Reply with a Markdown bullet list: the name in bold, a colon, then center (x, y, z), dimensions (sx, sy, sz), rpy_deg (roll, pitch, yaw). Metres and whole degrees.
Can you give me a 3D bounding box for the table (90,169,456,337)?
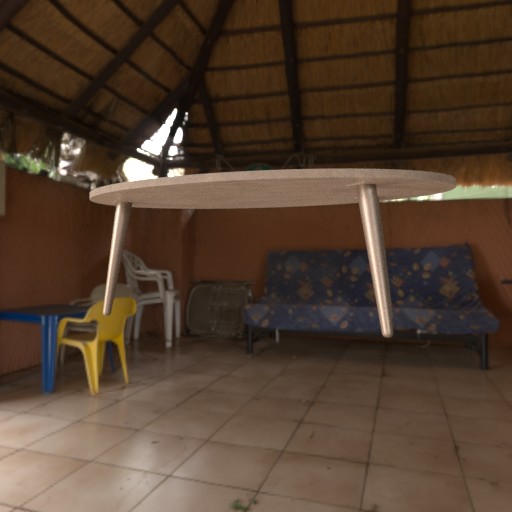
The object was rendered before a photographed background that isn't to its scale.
- **table**: center (0.000, 0.000, 1.307), dimensions (1.083, 0.390, 0.542), rpy_deg (0, -1, 17)
